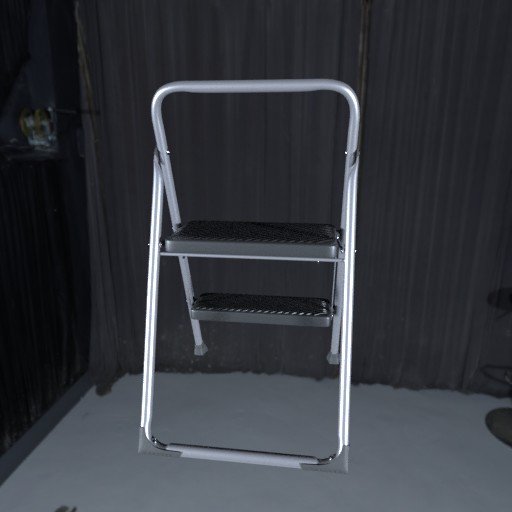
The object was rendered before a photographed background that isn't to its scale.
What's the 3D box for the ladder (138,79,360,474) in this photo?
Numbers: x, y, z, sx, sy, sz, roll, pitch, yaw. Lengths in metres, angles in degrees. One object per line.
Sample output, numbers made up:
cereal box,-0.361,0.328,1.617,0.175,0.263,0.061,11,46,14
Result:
ladder,0.000,0.000,0.988,0.430,0.720,0.472,2,16,7
